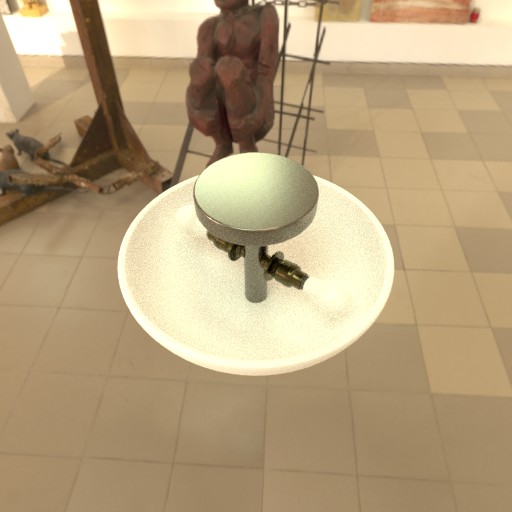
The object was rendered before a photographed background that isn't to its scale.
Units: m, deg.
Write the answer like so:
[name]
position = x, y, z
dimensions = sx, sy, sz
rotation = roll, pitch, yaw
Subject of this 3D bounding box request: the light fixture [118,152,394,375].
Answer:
[light fixture]
position = 0.000, 0.000, 0.552
dimensions = 0.330, 0.214, 0.330
rotation = 0, 47, 0
